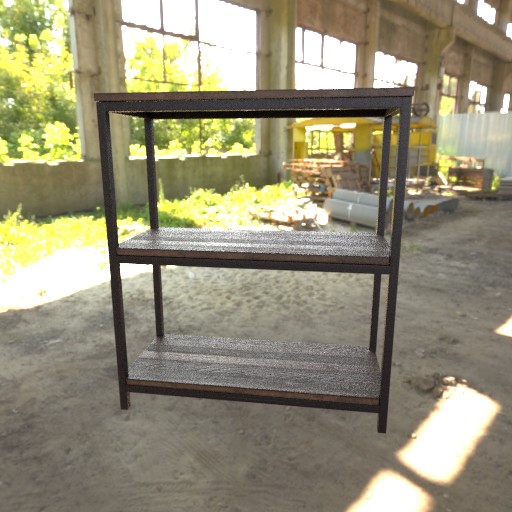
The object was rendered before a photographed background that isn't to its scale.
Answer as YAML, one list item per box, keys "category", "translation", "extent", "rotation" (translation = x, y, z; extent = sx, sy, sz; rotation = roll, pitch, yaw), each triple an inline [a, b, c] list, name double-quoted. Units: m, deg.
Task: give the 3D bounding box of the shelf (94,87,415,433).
- category: "shelf"
  translation: [0.000, 0.000, 1.402]
  extent: [0.822, 0.947, 0.352]
  rotation: [2, 14, 8]
